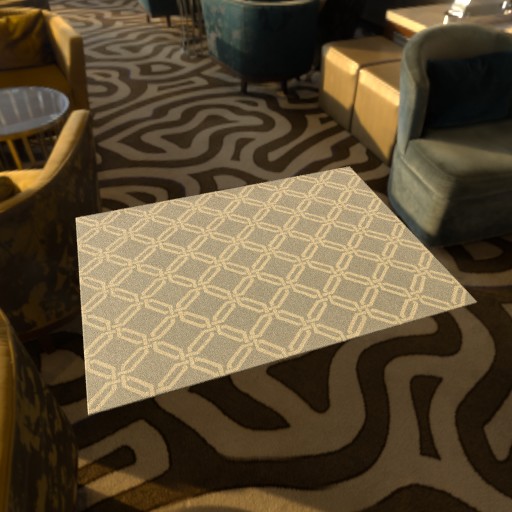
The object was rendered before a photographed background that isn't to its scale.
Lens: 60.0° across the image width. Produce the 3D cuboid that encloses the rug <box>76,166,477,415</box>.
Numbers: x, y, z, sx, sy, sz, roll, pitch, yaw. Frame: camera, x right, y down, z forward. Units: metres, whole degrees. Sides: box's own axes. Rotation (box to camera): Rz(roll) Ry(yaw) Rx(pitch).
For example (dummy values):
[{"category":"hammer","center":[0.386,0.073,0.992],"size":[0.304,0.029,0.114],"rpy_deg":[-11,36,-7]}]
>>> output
[{"category":"rug","center":[0.000,0.000,4.418],"size":[3.353,0.013,2.438],"rpy_deg":[-13,44,-14]}]
